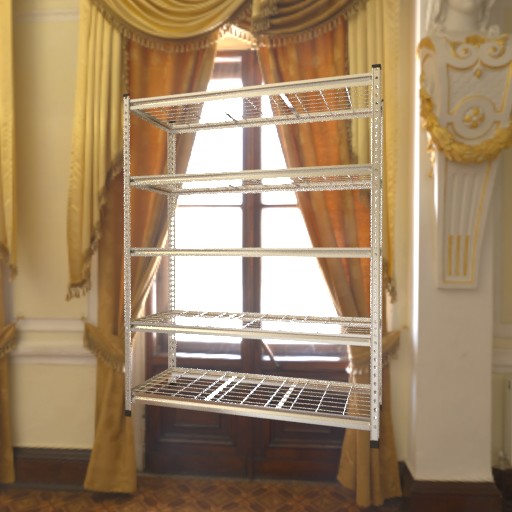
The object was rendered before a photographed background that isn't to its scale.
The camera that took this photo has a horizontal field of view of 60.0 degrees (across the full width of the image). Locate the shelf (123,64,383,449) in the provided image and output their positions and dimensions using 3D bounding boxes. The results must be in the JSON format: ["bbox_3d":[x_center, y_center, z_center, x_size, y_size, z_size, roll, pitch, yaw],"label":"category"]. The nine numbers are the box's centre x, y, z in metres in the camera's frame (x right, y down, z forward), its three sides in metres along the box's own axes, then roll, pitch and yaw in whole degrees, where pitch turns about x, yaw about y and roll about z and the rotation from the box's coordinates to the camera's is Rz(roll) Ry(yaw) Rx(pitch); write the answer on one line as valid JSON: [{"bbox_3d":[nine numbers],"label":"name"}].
[{"bbox_3d":[0.000,0.000,2.793,1.524,1.981,0.610,0,1,17],"label":"shelf"}]
